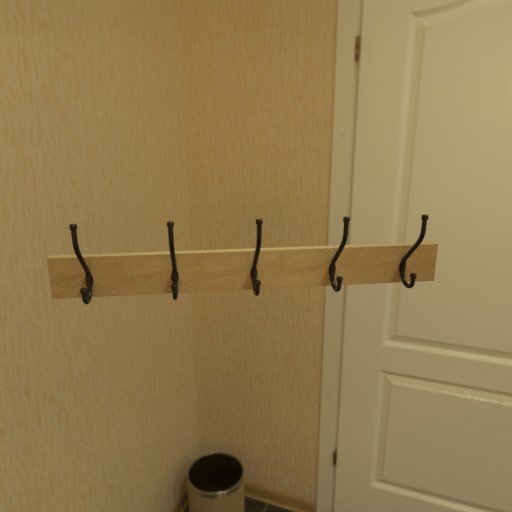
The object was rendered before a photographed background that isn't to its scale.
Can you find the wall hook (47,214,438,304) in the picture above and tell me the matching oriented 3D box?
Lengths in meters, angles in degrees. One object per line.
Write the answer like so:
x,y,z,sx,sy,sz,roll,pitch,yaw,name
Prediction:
0.000,0.000,0.624,0.571,0.117,0.071,-2,16,-8,wall hook
